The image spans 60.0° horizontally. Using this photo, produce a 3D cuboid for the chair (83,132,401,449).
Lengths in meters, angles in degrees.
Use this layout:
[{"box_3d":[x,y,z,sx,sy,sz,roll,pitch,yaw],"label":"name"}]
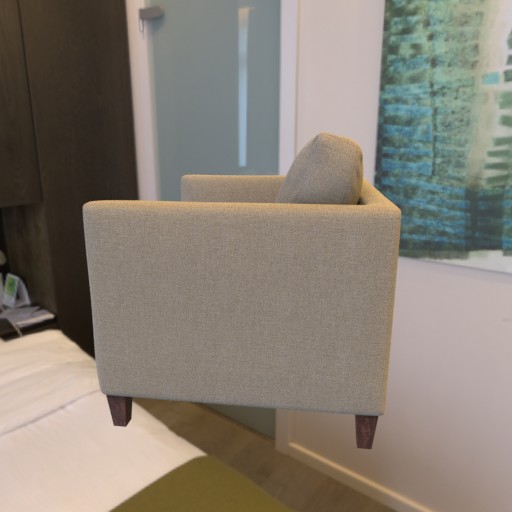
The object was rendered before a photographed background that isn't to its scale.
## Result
[{"box_3d":[0.000,0.000,1.816,0.959,0.963,1.107,2,15,8],"label":"chair"}]
